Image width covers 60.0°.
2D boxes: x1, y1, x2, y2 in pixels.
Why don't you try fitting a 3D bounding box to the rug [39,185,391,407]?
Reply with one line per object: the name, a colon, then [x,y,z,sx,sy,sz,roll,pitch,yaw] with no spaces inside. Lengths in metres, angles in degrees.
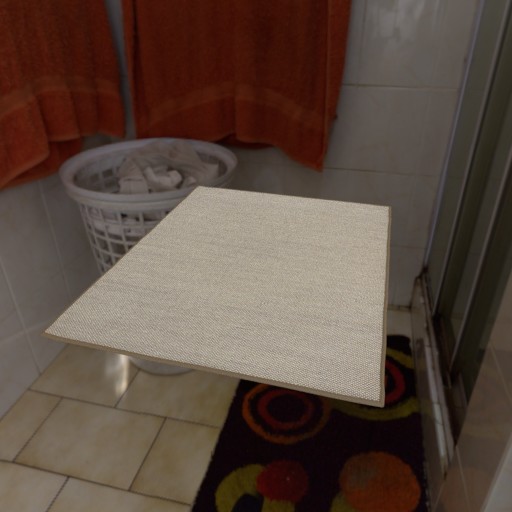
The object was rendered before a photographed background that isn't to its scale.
rug: [0.000,0.000,4.144,2.413,0.020,3.041,8,31,13]
